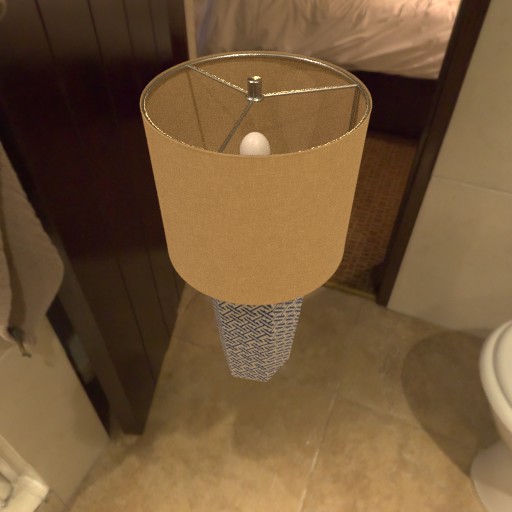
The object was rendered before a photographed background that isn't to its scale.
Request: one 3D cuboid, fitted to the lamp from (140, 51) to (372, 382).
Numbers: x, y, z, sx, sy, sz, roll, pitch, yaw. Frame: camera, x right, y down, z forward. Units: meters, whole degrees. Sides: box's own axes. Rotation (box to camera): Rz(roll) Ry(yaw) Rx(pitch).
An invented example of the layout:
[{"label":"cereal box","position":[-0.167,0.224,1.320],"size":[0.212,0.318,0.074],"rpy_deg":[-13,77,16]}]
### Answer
[{"label":"lamp","position":[0.000,0.000,0.847],"size":[0.320,0.682,0.320],"rpy_deg":[-10,46,-10]}]
